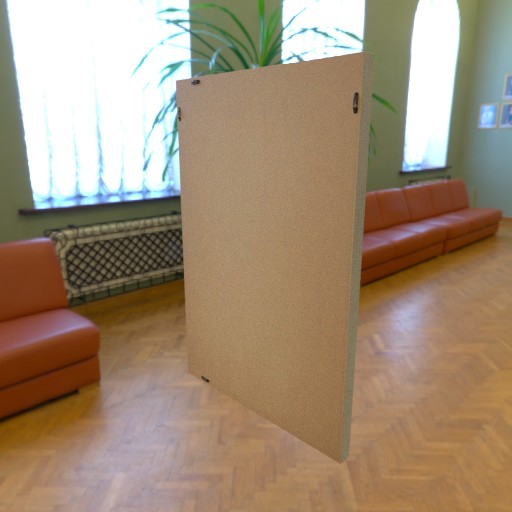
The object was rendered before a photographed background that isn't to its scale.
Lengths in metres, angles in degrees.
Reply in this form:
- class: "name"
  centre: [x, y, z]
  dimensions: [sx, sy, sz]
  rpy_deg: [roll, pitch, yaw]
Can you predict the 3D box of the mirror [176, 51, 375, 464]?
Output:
- class: "mirror"
  centre: [0.000, 0.000, 1.167]
  dimensions: [0.041, 0.915, 0.609]
  rpy_deg: [-14, 21, -43]
